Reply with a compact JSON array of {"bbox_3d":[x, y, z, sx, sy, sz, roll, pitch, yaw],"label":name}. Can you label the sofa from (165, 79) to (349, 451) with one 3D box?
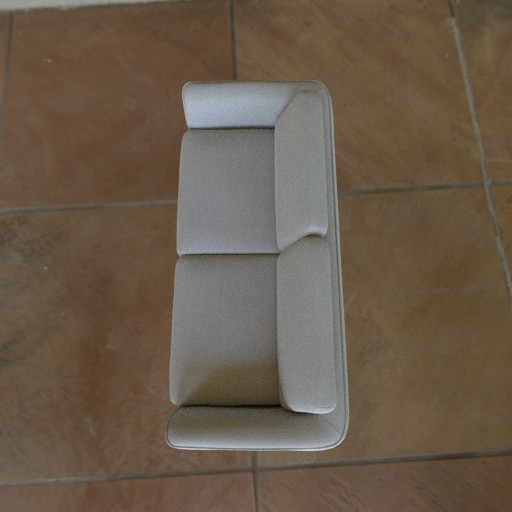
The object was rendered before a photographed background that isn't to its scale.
[{"bbox_3d":[0.000,0.000,2.492,0.920,0.850,2.000,0,74,0],"label":"sofa"}]
